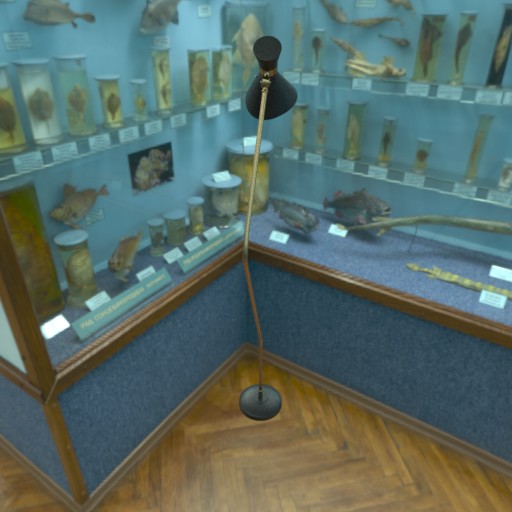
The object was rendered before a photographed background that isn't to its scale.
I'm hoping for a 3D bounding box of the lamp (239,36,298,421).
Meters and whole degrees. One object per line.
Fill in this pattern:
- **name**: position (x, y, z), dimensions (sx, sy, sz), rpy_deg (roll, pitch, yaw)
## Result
- **lamp**: position (0.000, 0.000, 1.618), dimensions (0.277, 1.438, 0.467), rpy_deg (20, 36, 31)
